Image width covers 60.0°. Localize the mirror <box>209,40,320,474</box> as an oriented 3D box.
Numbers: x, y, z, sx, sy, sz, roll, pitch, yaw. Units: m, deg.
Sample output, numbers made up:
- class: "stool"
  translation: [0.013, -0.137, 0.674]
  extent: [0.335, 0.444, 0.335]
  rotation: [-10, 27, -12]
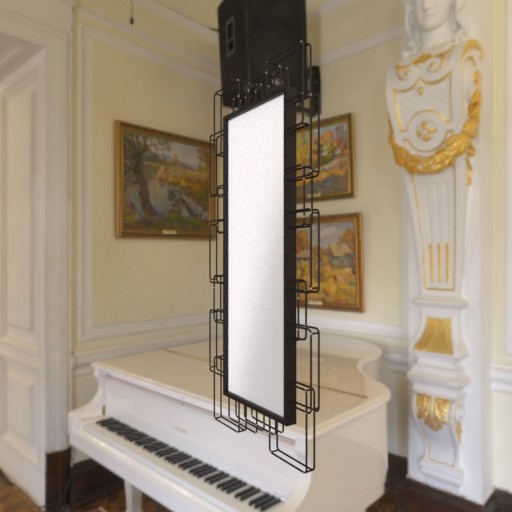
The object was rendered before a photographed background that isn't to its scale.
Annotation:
- class: "mirror"
  translation: [0.000, 0.000, 1.429]
  extent: [0.037, 1.192, 0.565]
  rotation: [0, 0, -35]
